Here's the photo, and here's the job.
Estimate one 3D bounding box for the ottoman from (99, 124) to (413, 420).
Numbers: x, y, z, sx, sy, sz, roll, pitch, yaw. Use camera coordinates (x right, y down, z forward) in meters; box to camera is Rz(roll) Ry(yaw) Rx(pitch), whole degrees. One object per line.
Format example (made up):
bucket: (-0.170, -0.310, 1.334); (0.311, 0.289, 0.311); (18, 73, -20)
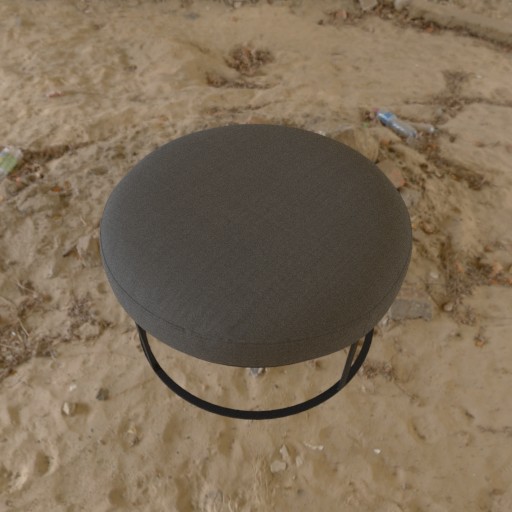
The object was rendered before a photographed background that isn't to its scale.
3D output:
ottoman: (0.000, 0.000, 1.223); (0.772, 0.460, 0.772); (0, 48, 0)
